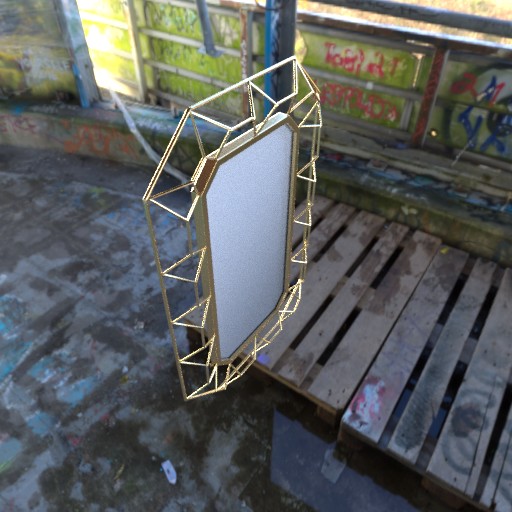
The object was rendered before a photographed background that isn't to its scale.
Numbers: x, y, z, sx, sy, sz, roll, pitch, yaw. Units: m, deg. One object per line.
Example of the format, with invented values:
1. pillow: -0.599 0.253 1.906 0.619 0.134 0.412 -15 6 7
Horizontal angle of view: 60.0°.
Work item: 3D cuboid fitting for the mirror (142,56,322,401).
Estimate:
1. mirror: 0.000 0.000 1.111 0.051 0.870 0.572 27 48 26
